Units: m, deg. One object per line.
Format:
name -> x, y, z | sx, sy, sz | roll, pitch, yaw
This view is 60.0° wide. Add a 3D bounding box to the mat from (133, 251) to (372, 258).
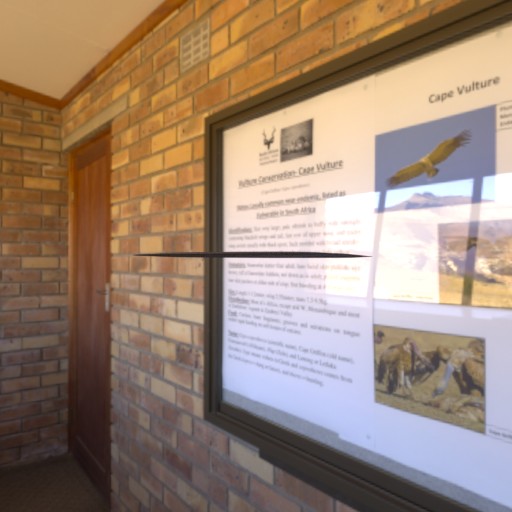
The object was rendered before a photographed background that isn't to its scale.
mat -> 0.000, 0.000, 1.931 | 0.913, 0.013, 1.524 | 0, -1, 19
